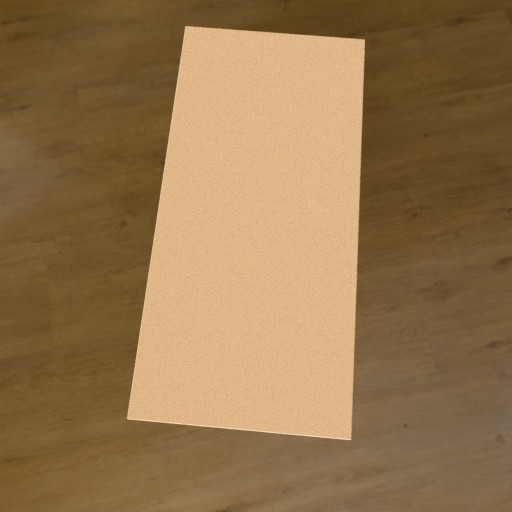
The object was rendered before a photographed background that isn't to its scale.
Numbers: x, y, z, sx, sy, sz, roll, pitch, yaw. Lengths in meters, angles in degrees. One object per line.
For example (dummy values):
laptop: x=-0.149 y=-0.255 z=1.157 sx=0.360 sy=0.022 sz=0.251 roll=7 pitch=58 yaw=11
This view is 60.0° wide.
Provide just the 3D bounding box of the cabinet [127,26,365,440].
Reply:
cabinet: x=0.000 y=0.000 z=1.222 sx=0.398 sy=0.761 sz=0.800 roll=5 pitch=76 yaw=1
